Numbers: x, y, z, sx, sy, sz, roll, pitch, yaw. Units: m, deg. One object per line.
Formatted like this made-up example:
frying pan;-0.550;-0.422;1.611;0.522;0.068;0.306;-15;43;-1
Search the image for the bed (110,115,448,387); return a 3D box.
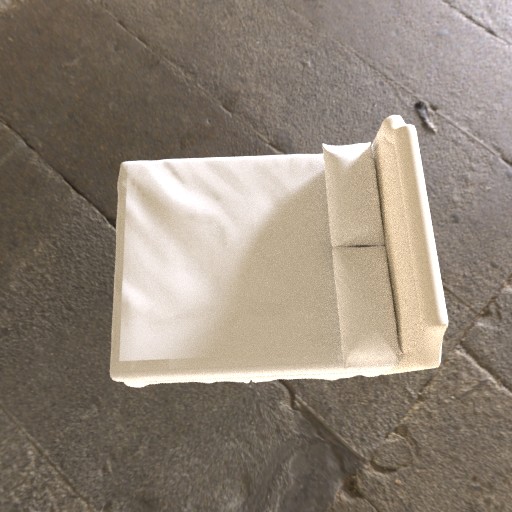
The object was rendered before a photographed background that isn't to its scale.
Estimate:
bed;0.000;0.000;3.889;2.548;1.524;2.134;-2;73;-1
